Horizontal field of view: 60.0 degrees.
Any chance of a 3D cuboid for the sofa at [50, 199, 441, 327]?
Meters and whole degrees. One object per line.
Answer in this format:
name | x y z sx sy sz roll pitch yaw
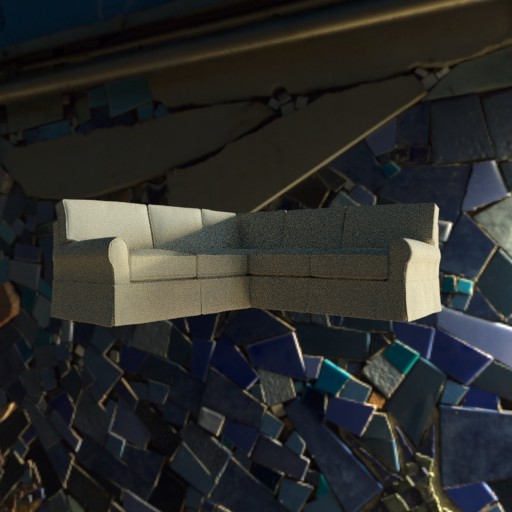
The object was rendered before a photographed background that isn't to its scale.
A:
sofa | 0.000 0.000 4.070 2.597 1.070 2.591 0 0 38
